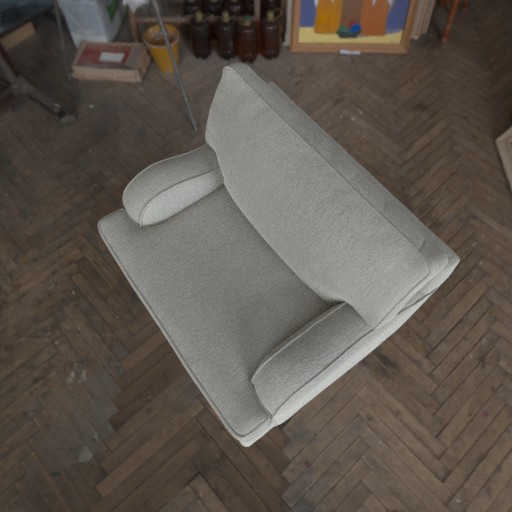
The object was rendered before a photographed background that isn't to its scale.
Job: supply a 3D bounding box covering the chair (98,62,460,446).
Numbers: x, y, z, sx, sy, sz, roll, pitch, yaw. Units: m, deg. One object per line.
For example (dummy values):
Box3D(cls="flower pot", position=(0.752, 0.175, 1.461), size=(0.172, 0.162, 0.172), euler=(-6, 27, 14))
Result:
Box3D(cls="chair", position=(0.000, 0.000, 1.987), size=(1.041, 1.016, 1.220), euler=(-33, 67, -16))
